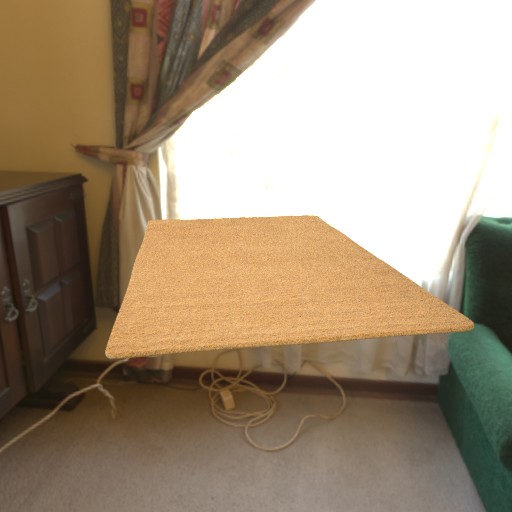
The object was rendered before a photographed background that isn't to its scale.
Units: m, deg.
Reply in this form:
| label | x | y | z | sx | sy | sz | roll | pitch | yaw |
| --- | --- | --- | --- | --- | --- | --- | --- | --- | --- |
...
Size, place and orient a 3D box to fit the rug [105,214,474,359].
| label | x | y | z | sx | sy | sz | roll | pitch | yaw |
| --- | --- | --- | --- | --- | --- | --- | --- | --- | --- |
| rug | 0.000 | 0.000 | 2.837 | 1.500 | 0.025 | 2.349 | -3 | 17 | -9 |
